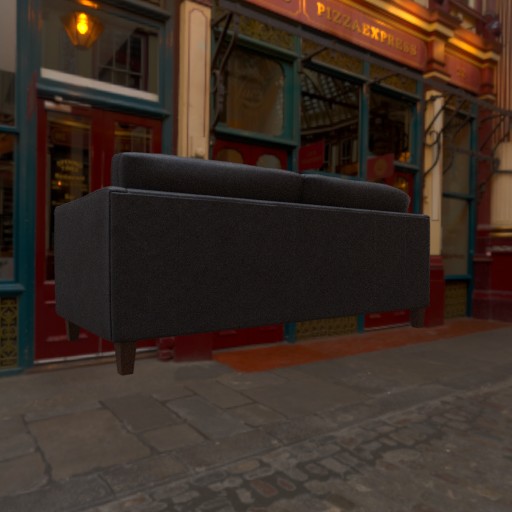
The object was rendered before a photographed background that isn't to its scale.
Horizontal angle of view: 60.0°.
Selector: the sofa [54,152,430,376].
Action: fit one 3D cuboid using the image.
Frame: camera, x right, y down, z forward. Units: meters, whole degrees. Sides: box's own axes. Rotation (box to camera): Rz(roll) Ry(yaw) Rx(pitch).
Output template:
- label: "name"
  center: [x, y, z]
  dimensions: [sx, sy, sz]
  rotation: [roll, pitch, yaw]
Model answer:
- label: "sofa"
  center: [0.000, 0.000, 2.494]
  dimensions: [1.971, 0.863, 0.933]
  rotation: [0, 0, -36]
